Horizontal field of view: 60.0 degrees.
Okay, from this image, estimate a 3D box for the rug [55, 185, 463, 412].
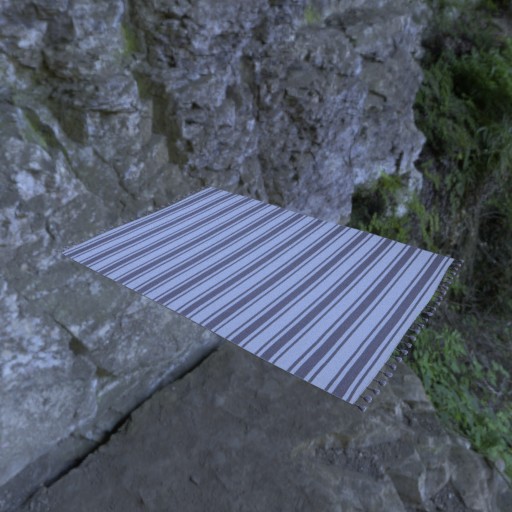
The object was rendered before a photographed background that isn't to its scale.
[{"bbox_3d":[0.000,0.000,3.908,3.040,0.017,2.030,21,36,31],"label":"rug"}]
